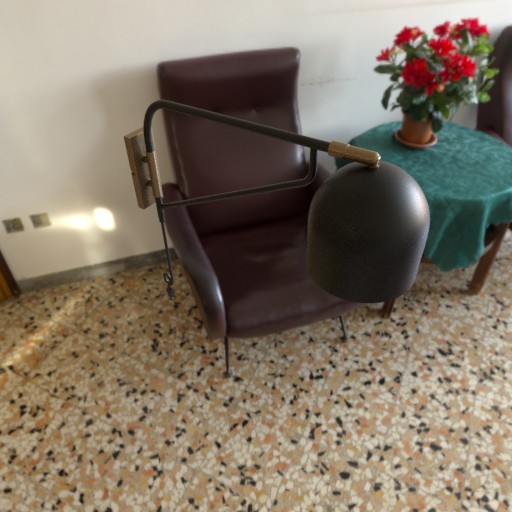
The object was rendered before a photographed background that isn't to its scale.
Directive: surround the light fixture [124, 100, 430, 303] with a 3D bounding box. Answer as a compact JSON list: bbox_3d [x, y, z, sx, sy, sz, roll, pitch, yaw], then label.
[{"bbox_3d":[0.000,0.000,1.060,0.720,0.696,0.215,25,47,26],"label":"light fixture"}]
